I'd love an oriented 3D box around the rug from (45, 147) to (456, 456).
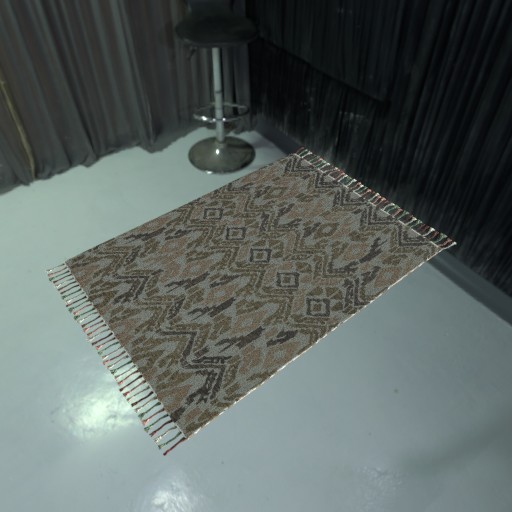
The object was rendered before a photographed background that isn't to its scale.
[{"bbox_3d":[0.000,0.000,2.340,1.829,0.008,1.219,-30,53,-26],"label":"rug"}]
